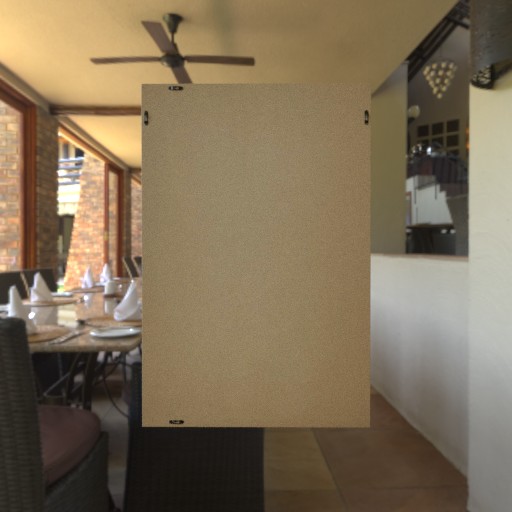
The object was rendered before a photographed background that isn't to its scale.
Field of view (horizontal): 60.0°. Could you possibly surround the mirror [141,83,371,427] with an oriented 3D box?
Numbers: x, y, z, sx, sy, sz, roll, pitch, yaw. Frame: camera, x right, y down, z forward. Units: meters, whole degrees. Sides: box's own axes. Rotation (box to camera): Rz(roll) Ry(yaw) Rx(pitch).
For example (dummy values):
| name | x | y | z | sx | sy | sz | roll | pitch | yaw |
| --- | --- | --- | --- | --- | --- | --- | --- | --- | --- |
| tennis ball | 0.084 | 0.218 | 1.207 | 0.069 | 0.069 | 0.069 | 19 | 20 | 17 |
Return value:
| name | x | y | z | sx | sy | sz | roll | pitch | yaw |
| --- | --- | --- | --- | --- | --- | --- | --- | --- | --- |
| mirror | 0.000 | 0.000 | 1.195 | 0.609 | 0.915 | 0.040 | 0 | 1 | 0 |
